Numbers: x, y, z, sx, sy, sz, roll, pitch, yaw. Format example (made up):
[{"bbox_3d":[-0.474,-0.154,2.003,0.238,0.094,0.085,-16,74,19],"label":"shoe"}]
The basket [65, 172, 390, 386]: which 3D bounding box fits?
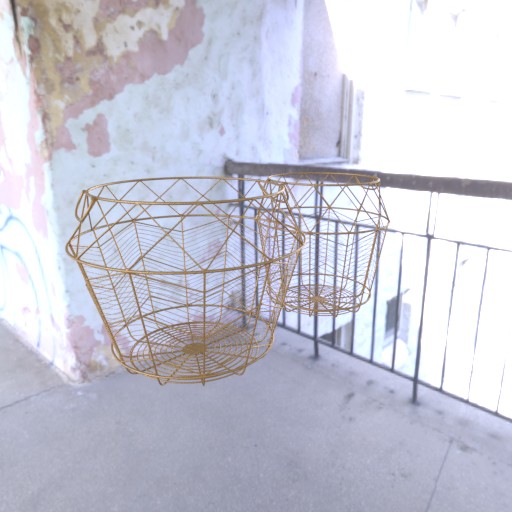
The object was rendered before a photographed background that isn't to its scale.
[{"bbox_3d":[0.000,0.000,1.002,0.805,0.343,0.451,-15,22,-42],"label":"basket"}]
